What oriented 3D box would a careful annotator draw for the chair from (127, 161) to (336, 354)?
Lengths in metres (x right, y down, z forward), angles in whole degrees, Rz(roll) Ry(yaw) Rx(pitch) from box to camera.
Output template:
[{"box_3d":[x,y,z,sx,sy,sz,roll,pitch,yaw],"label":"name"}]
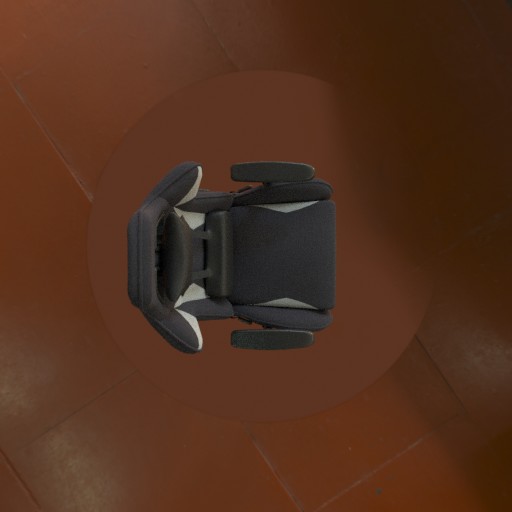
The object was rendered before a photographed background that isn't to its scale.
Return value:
[{"box_3d":[0.000,0.000,1.740,0.695,1.300,0.730,0,91,1],"label":"chair"}]
